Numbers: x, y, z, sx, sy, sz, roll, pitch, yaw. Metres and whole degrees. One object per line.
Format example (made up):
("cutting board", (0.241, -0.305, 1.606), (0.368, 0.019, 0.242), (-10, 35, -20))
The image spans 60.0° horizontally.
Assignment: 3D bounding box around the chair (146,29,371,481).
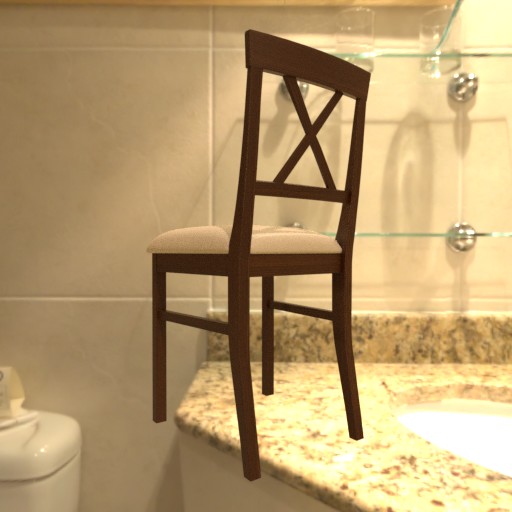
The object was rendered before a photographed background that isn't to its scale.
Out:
("chair", (0.000, 0.000, 1.173), (0.440, 0.913, 0.480), (-1, 1, -36))
